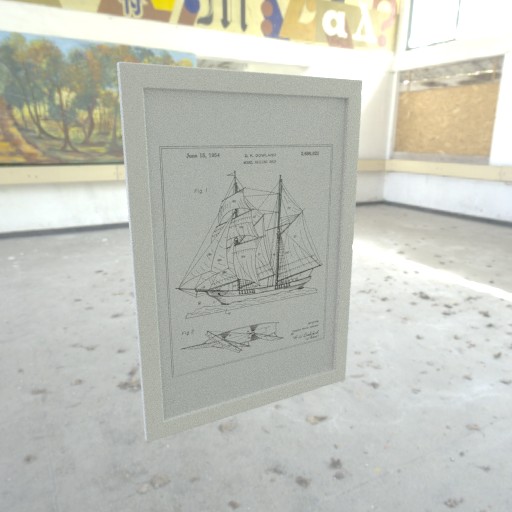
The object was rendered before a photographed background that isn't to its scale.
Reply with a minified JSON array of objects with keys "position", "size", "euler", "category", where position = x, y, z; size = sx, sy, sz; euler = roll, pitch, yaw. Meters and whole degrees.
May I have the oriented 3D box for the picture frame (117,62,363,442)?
[{"position":[0.000,0.000,0.692],"size":[0.381,0.534,0.012],"euler":[-8,17,-27],"category":"picture frame"}]
